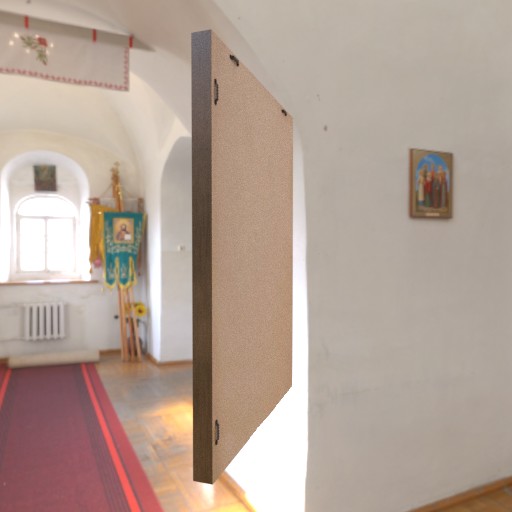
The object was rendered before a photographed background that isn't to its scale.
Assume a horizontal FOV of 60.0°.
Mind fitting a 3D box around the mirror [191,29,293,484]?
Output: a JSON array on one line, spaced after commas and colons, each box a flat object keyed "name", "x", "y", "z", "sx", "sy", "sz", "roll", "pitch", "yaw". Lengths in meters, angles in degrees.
[{"name": "mirror", "x": 0.000, "y": 0.000, "z": 0.935, "sx": 0.040, "sy": 0.710, "sz": 0.507, "roll": 1, "pitch": 2, "yaw": 19}]
